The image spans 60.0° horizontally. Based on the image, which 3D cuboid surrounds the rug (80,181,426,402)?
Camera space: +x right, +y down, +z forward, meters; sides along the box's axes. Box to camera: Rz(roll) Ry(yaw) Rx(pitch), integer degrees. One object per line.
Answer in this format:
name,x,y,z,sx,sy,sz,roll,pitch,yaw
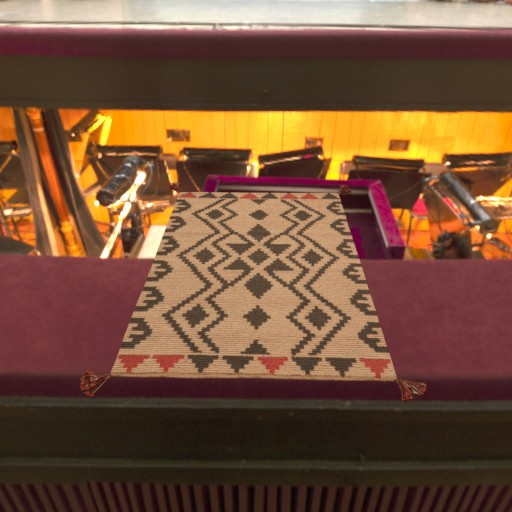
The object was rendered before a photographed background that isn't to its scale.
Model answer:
rug,0.000,0.000,2.634,1.444,0.067,2.069,1,33,1
